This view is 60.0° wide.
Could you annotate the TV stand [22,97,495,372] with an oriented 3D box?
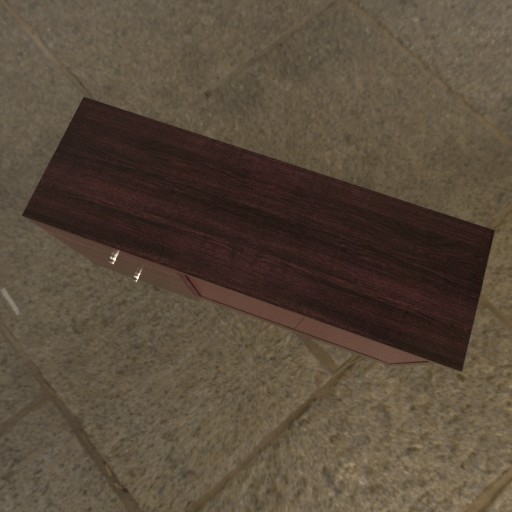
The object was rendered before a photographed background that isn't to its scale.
[{"bbox_3d":[0.000,0.000,1.465,1.192,0.614,0.404,19,76,5],"label":"TV stand"}]
